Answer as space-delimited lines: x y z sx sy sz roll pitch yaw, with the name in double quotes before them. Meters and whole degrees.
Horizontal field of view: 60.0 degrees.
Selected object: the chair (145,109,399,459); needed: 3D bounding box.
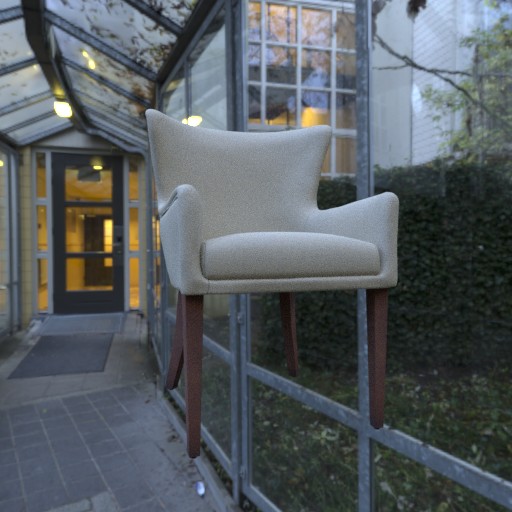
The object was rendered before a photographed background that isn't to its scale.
"chair" 0.000 0.000 1.414 0.660 0.952 0.686 -1 2 -19
